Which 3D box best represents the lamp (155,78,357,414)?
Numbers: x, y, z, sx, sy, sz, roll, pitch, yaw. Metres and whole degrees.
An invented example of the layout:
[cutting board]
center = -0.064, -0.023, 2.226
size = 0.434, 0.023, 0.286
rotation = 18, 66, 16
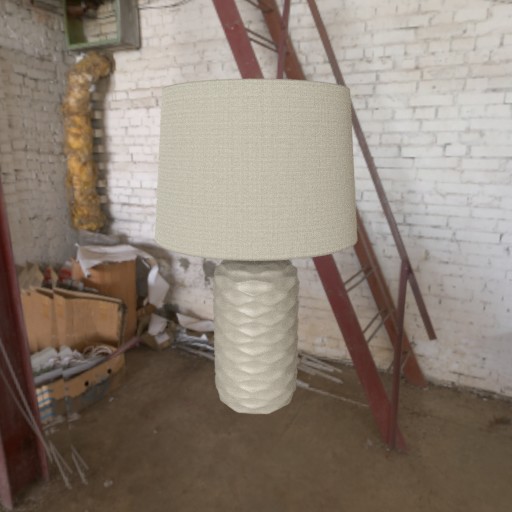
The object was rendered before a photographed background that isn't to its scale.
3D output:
[lamp]
center = 0.000, 0.000, 0.851
size = 0.376, 0.594, 0.376
rotation = 0, 14, 0
